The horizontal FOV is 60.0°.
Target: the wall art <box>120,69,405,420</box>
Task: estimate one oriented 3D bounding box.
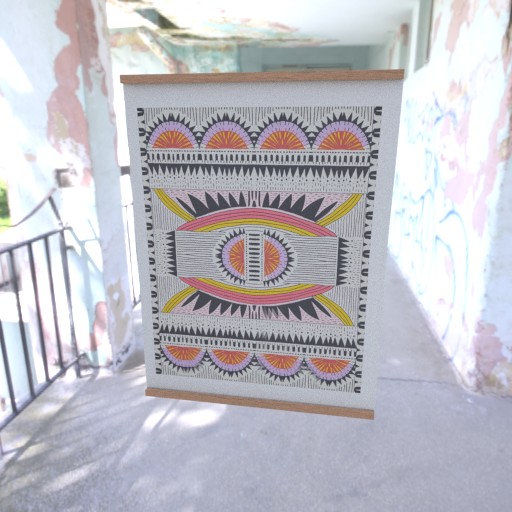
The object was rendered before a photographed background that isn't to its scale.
[{"bbox_3d":[0.000,0.000,0.795,0.456,0.609,0.028,3,17,9],"label":"wall art"}]
